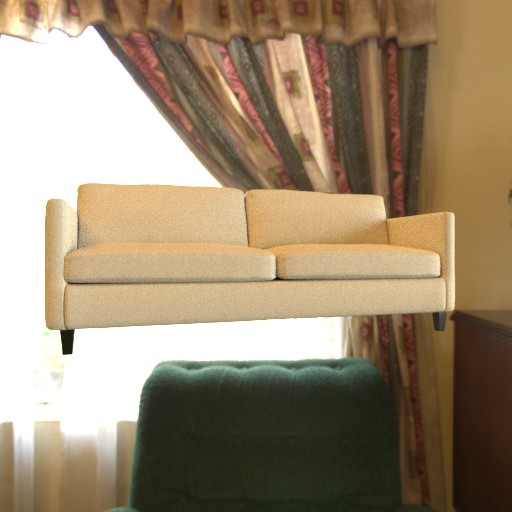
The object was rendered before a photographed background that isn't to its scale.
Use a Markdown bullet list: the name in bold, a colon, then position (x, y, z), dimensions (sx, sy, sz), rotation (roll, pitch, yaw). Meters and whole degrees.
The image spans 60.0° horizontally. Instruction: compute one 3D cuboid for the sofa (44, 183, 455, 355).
- **sofa**: position (0.000, 0.000, 2.912), dimensions (2.434, 0.965, 0.948), rotation (0, 0, -18)
